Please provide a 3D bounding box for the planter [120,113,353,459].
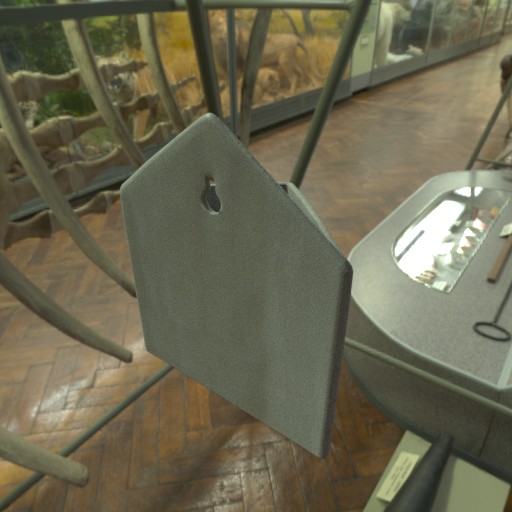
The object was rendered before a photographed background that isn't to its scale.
[{"bbox_3d":[0.000,0.000,0.286,0.163,0.194,0.080,21,37,31],"label":"planter"}]
